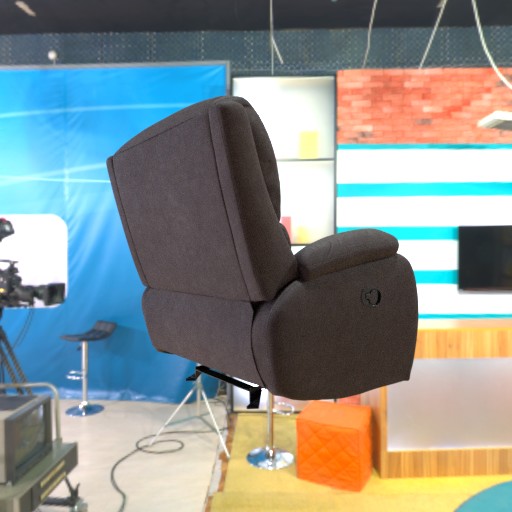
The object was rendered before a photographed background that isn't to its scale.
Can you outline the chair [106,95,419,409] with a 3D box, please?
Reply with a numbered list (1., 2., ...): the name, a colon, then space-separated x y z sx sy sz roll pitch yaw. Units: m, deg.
1. chair: 0.000 0.000 1.752 0.899 1.011 0.930 0 0 -38
